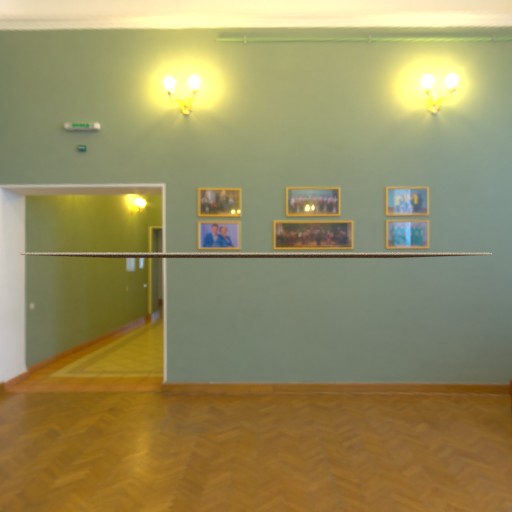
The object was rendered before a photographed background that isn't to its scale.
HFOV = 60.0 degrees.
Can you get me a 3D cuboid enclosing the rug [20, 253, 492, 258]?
[{"bbox_3d":[0.000,0.000,3.040,2.435,0.011,1.517,0,-1,0],"label":"rug"}]
